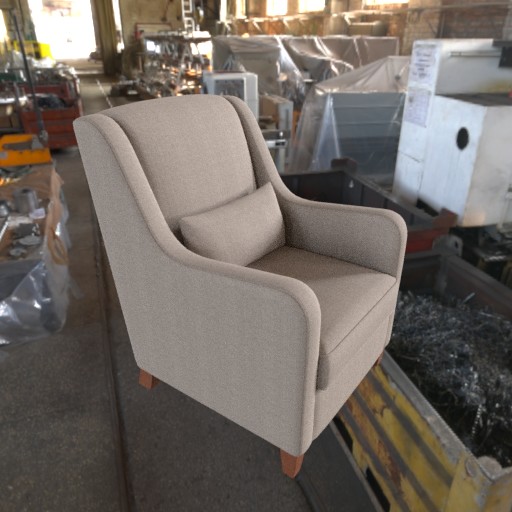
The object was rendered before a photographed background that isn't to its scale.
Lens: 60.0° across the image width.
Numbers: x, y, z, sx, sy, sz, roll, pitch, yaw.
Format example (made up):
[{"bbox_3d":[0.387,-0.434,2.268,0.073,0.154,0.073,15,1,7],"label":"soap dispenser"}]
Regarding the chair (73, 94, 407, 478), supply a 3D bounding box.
[{"bbox_3d":[0.000,0.000,1.575,0.890,1.017,0.715,18,32,32],"label":"chair"}]
